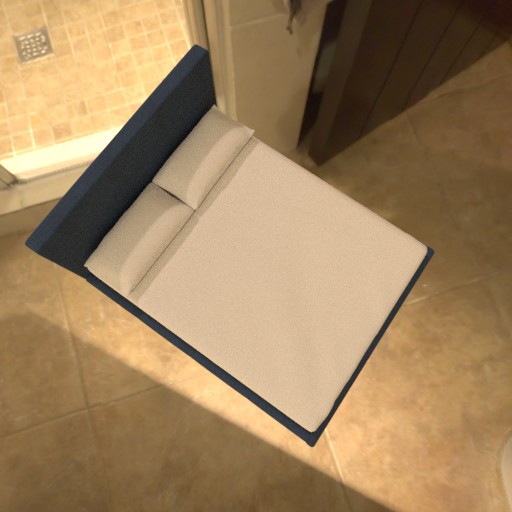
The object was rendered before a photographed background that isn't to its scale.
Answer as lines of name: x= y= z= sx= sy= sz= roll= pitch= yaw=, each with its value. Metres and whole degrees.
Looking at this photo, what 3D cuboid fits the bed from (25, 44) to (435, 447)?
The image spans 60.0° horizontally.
bed: x=0.000 y=0.000 z=3.204 sx=2.172 sy=1.231 sz=1.723 roll=34 pitch=78 yaw=8
